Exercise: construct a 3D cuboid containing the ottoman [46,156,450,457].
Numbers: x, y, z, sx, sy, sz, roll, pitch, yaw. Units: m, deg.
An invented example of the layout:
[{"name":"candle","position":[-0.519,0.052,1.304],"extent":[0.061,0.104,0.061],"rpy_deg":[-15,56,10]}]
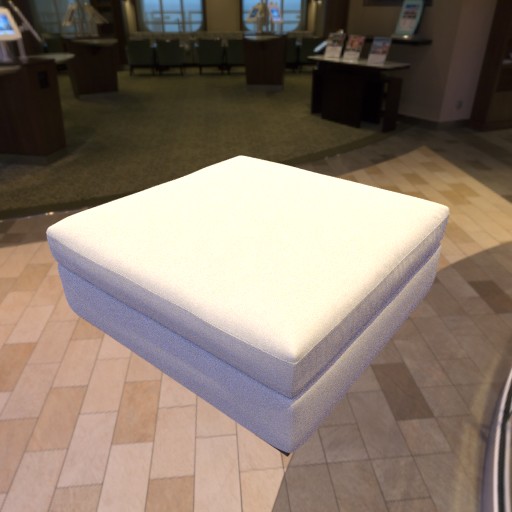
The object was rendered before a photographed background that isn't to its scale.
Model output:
[{"name":"ottoman","position":[0.000,0.000,1.809],"extent":[1.167,0.482,1.163],"rpy_deg":[22,36,33]}]
